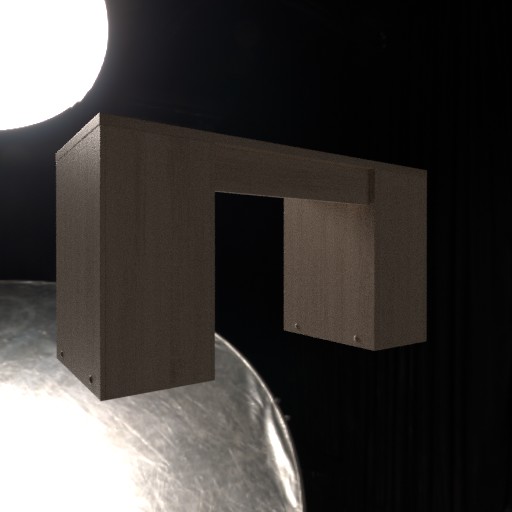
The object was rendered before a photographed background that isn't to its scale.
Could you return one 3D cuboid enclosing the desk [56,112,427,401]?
[{"bbox_3d":[0.000,0.000,1.773,1.390,0.740,0.600,0,0,-35],"label":"desk"}]
